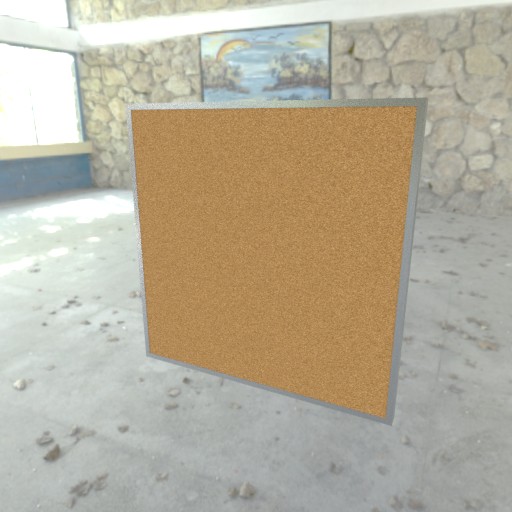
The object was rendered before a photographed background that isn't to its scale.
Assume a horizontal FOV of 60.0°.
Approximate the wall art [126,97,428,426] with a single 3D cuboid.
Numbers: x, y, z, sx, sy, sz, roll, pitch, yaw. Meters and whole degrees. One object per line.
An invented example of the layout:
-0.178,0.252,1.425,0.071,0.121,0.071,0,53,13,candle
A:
0.000,0.000,1.223,0.806,0.806,0.038,8,19,25,wall art
